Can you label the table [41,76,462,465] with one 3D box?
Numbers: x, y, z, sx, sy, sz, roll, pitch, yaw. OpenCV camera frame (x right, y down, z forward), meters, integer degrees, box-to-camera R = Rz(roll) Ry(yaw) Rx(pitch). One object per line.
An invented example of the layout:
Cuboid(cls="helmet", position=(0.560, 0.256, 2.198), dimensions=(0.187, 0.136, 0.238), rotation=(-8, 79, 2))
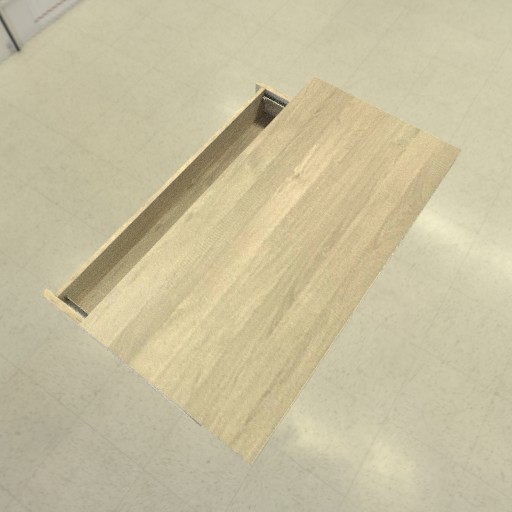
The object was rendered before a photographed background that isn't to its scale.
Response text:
Cuboid(cls="table", position=(0.000, 0.000, 1.421), dimensions=(0.712, 0.570, 1.000), rotation=(33, 68, 15))
